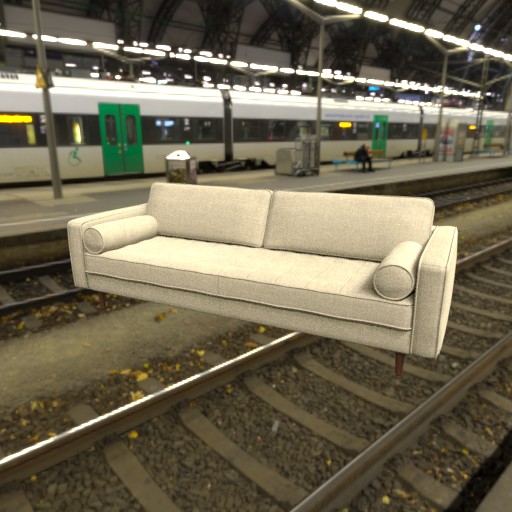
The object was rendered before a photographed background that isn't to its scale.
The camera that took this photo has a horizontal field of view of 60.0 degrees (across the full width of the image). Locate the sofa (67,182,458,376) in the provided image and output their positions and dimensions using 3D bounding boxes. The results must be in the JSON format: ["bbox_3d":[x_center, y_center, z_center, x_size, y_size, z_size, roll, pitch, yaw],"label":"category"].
[{"bbox_3d":[0.000,0.000,2.703,2.211,0.762,0.914,7,17,25],"label":"sofa"}]
